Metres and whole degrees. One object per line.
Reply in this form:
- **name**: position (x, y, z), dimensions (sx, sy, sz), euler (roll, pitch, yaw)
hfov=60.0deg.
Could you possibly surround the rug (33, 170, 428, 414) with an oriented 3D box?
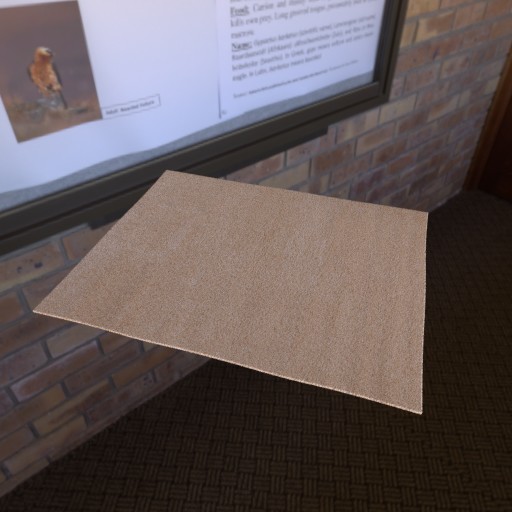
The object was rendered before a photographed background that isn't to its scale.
- **rug**: position (0.000, 0.000, 4.090), dimensions (3.000, 0.025, 2.400), euler (11, 41, 13)
